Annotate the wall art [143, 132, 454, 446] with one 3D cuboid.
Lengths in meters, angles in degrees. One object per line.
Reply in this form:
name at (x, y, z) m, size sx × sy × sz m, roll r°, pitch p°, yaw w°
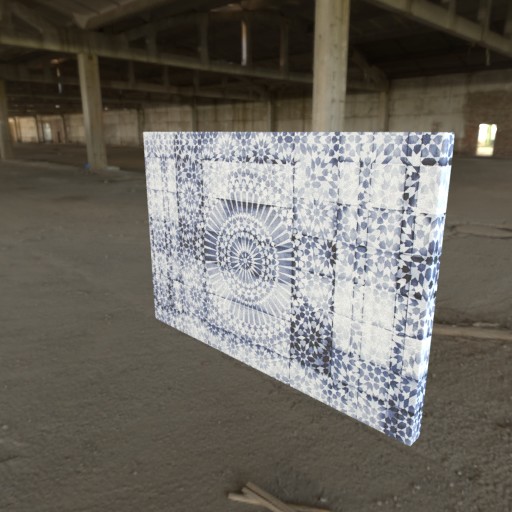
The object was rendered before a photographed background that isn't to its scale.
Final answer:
wall art at (0.000, 0.000, 0.753) m, size 0.608 × 0.406 × 0.030 m, roll 15°, pitch 21°, yaw 42°
